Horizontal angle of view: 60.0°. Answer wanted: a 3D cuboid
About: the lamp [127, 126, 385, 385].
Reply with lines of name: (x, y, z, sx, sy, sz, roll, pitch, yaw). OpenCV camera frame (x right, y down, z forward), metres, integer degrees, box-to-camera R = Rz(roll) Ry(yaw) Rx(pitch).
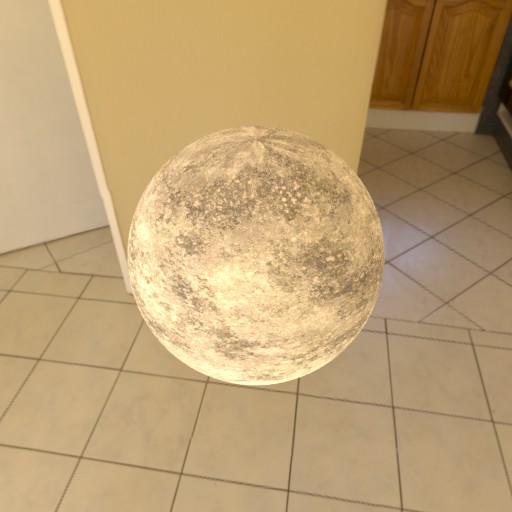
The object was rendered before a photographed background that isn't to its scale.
lamp: (0.000, 0.000, 0.757, 0.422, 0.429, 0.422, 0, 40, 0)
